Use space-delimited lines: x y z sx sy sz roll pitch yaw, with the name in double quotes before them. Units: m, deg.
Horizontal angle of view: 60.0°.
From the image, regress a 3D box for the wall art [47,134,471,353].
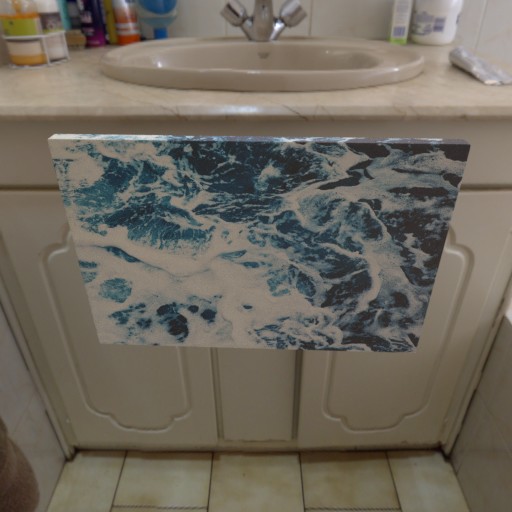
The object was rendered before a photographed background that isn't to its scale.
"wall art" 0.000 0.000 1.135 0.915 0.610 0.042 1 33 2
